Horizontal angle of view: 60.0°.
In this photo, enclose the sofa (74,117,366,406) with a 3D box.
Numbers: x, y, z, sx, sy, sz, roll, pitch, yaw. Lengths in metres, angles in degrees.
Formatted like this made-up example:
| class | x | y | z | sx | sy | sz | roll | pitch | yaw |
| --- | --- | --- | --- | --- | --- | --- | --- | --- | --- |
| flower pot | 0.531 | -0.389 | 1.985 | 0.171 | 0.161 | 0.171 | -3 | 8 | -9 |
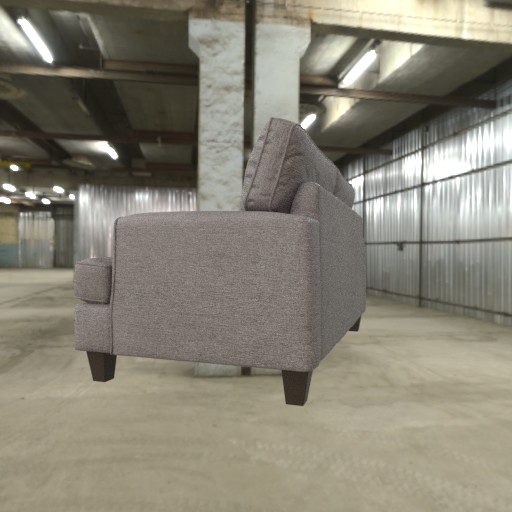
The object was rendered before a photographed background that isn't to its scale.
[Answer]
| class | x | y | z | sx | sy | sz | roll | pitch | yaw |
| --- | --- | --- | --- | --- | --- | --- | --- | --- | --- |
| sofa | 0.000 | 0.000 | 2.293 | 0.965 | 0.965 | 1.651 | 0 | 0 | 19 |
